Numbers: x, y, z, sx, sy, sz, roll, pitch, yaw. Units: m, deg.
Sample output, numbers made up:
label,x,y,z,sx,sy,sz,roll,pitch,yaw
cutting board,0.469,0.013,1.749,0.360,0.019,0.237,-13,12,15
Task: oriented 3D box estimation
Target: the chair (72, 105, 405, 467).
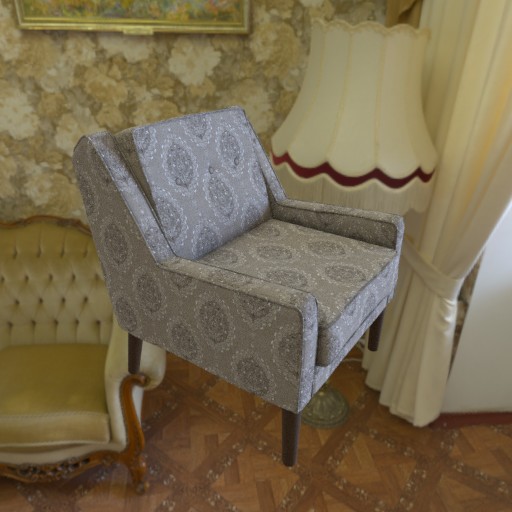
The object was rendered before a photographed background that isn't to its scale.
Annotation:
label,x,y,z,sx,sy,sz,roll,pitch,yaw
chair,0.000,0.000,1.359,0.750,0.797,0.665,17,31,31
